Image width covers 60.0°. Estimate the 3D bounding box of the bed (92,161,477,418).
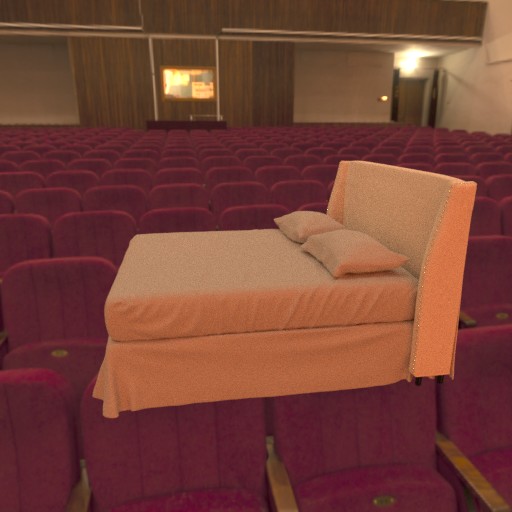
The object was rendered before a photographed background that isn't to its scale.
[{"bbox_3d":[0.000,0.000,3.418,2.276,1.332,1.925,-3,16,-9],"label":"bed"}]
